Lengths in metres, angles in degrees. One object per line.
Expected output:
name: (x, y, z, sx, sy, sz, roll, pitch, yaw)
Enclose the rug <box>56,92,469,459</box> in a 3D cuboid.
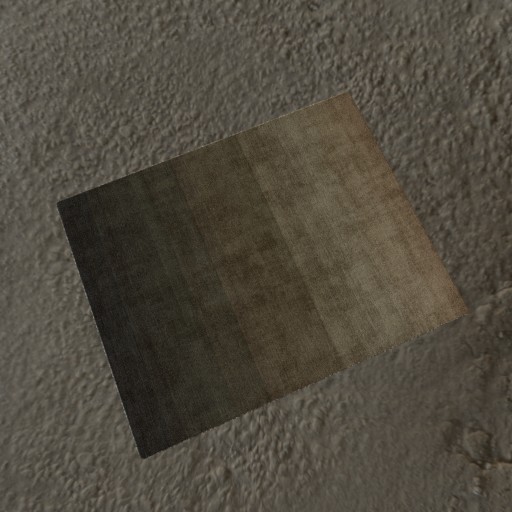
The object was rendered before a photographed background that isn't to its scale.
rug: (0.000, 0.000, 3.816, 2.902, 0.017, 2.306, -22, 76, -6)
